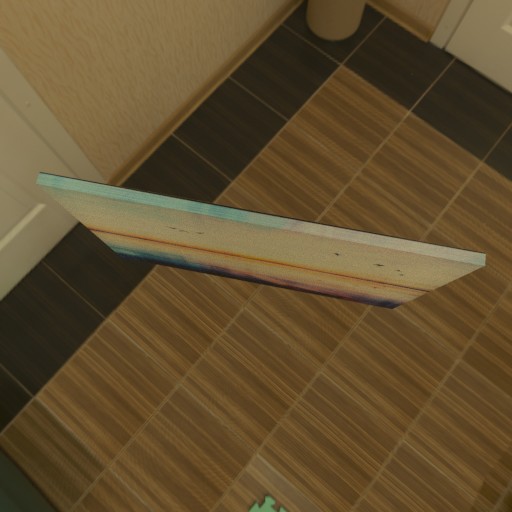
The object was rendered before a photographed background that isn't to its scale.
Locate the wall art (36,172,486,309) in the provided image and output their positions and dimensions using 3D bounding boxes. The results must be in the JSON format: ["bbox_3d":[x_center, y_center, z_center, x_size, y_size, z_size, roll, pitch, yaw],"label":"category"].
[{"bbox_3d":[0.000,0.000,0.781,0.604,0.402,0.018,11,75,3],"label":"wall art"}]
